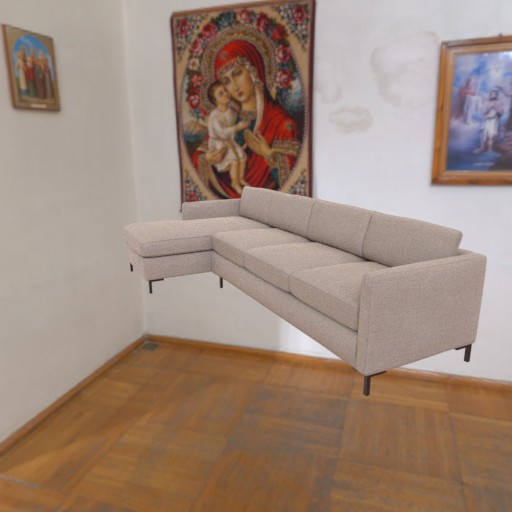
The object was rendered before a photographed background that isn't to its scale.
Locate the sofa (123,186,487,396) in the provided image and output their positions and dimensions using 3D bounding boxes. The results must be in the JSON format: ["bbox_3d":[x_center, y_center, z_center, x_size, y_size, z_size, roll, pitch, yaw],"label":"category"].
[{"bbox_3d":[0.000,0.000,3.444,1.469,0.816,2.923,-8,17,-27],"label":"sofa"}]
